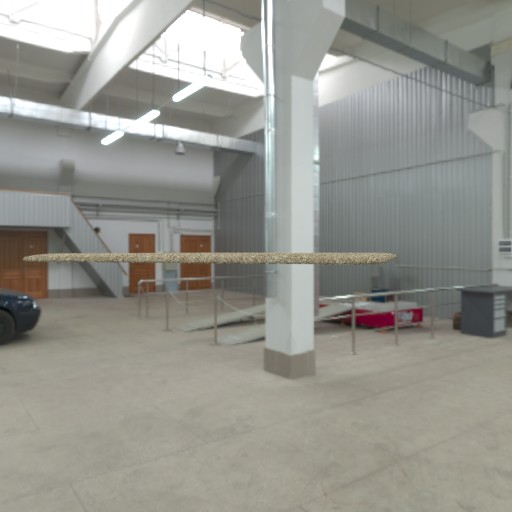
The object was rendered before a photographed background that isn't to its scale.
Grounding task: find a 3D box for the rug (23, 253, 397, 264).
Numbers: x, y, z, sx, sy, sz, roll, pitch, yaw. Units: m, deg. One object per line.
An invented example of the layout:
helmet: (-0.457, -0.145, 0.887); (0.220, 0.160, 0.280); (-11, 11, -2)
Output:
rug: (0.000, 0.000, 3.775); (2.242, 0.050, 2.873); (0, 1, 19)
